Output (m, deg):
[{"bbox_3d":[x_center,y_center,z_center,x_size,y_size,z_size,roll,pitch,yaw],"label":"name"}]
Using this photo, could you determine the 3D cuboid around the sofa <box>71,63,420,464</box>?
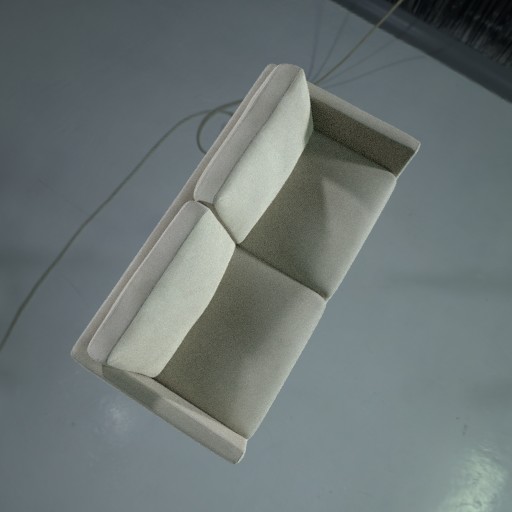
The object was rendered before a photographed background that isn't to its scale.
[{"bbox_3d":[0.000,0.000,2.416,0.950,0.940,1.846,31,78,7],"label":"sofa"}]
